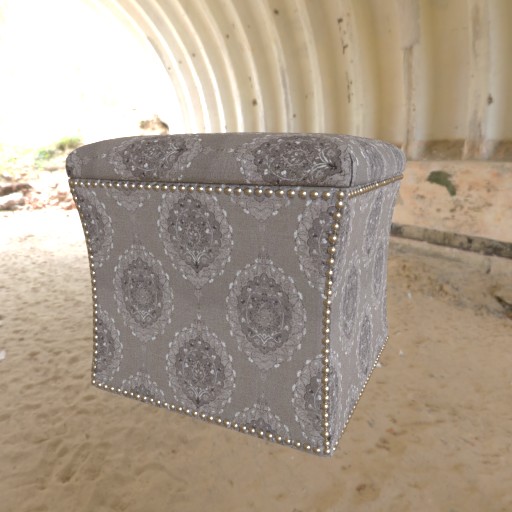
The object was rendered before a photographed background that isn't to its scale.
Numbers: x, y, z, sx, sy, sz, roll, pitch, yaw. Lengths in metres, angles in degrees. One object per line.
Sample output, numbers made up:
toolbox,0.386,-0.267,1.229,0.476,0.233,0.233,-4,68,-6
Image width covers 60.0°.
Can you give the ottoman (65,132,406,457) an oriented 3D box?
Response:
ottoman,0.000,0.000,0.889,0.507,0.473,0.497,6,15,25
